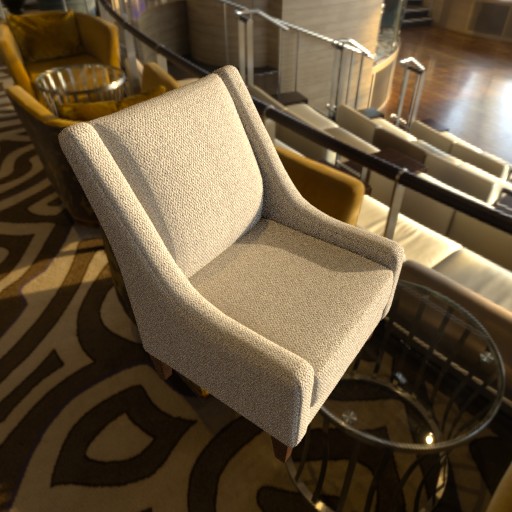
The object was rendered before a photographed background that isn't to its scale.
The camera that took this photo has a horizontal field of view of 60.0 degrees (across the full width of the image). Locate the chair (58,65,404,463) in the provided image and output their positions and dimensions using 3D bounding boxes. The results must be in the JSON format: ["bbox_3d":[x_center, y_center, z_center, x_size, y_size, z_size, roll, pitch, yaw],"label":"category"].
[{"bbox_3d":[0.000,0.000,1.589,0.870,1.014,0.774,25,45,27],"label":"chair"}]
